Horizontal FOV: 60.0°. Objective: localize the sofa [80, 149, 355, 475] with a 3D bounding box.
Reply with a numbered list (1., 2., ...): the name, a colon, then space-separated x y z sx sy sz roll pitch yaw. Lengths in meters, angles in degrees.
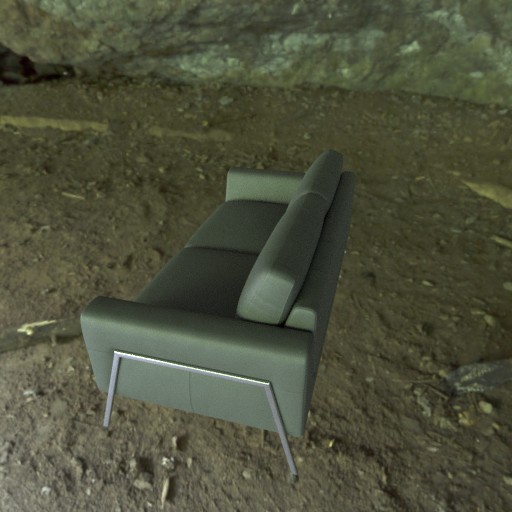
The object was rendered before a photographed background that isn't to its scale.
1. sofa: 0.000 0.000 2.599 0.953 0.875 2.017 8 30 14
